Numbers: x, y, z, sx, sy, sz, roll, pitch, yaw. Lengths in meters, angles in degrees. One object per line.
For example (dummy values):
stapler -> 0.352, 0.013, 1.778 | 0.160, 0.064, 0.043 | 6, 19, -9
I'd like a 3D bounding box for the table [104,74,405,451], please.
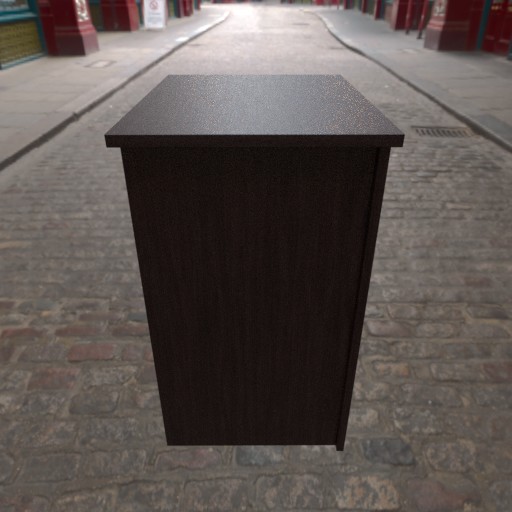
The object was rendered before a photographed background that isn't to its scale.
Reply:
table -> 0.000, 0.000, 0.921 | 0.381, 0.635, 0.480 | 0, 31, 0
